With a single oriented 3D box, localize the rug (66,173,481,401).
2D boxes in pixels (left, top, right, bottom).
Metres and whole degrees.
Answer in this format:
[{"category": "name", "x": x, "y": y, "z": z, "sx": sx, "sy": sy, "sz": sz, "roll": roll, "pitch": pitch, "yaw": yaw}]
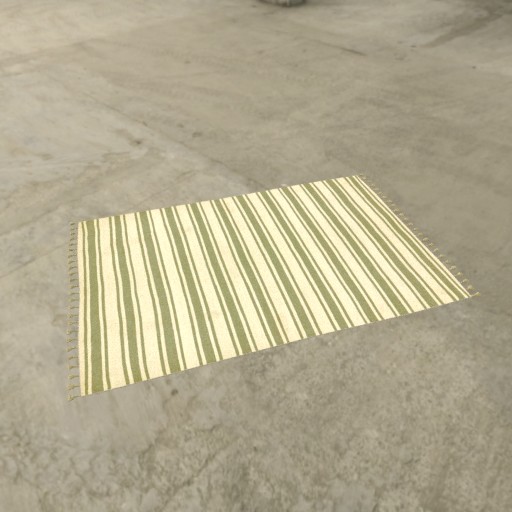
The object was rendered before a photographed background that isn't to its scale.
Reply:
[{"category": "rug", "x": 0.000, "y": 0.000, "z": 2.993, "sx": 2.435, "sy": 0.018, "sz": 1.540, "roll": -11, "pitch": 42, "yaw": -13}]
